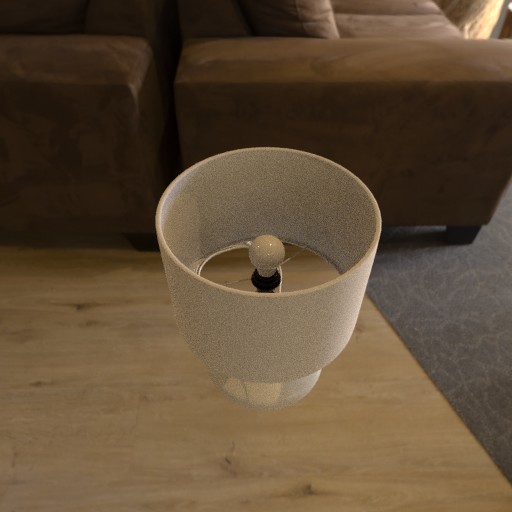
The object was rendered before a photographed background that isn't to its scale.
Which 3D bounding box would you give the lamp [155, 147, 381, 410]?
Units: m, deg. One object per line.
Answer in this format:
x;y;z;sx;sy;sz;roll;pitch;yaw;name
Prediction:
0.000;0.000;0.858;0.401;0.457;0.546;11;47;10;lamp
